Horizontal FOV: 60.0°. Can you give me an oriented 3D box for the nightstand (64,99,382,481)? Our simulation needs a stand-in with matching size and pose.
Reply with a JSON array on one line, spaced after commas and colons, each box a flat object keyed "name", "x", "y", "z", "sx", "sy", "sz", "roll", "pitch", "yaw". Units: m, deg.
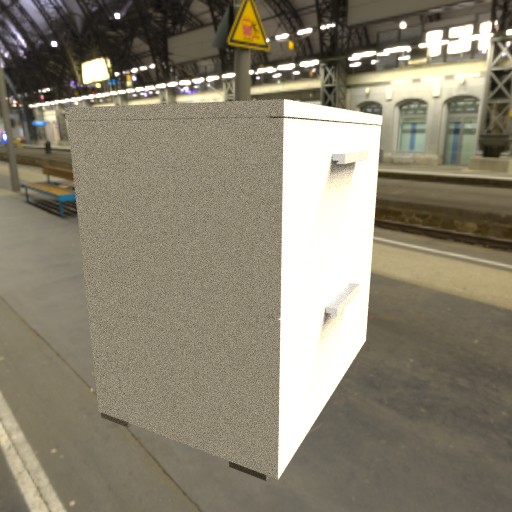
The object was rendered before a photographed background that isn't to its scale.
[{"name": "nightstand", "x": 0.000, "y": 0.000, "z": 0.746, "sx": 0.325, "sy": 0.460, "sz": 0.441, "roll": 8, "pitch": 17, "yaw": 26}]
